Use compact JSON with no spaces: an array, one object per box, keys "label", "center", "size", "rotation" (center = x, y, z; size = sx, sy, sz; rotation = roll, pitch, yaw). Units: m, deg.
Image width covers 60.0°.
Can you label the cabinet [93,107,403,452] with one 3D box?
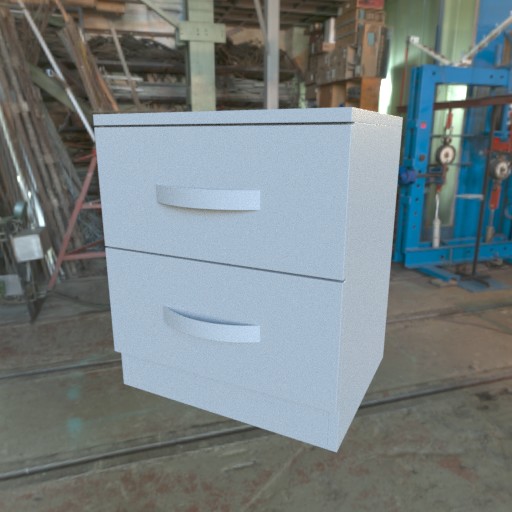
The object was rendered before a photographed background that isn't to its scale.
[{"label":"cabinet","center":[0.000,0.000,0.779],"size":[0.400,0.470,0.360],"rotation":[8,17,26]}]
